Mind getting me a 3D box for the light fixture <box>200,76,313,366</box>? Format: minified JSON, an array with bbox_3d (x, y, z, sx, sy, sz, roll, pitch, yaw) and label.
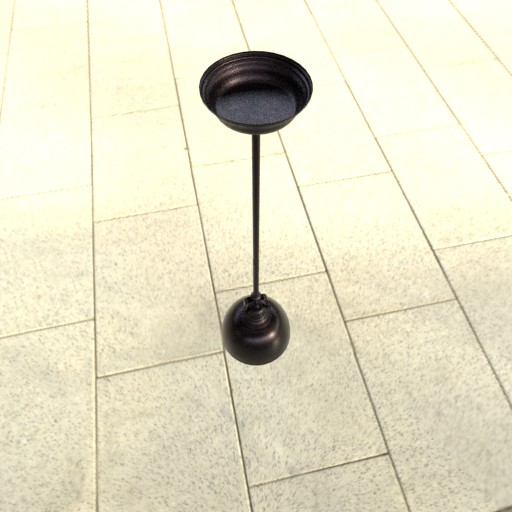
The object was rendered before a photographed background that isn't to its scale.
[{"bbox_3d":[0.000,0.000,0.854,0.182,0.768,0.182,-12,59,-8],"label":"light fixture"}]
